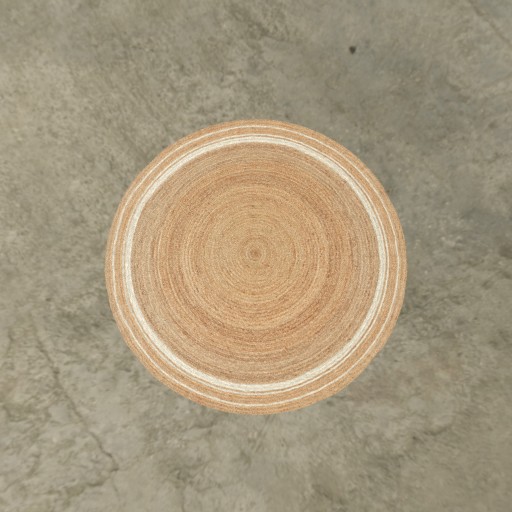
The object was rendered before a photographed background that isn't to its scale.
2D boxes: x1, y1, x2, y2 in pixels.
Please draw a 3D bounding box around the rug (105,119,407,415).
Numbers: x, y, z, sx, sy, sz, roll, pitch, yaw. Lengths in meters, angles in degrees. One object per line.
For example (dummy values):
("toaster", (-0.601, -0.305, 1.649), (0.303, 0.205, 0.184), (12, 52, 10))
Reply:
("rug", (0.000, 0.000, 3.601), (2.444, 0.015, 2.444), (0, 77, 0))
